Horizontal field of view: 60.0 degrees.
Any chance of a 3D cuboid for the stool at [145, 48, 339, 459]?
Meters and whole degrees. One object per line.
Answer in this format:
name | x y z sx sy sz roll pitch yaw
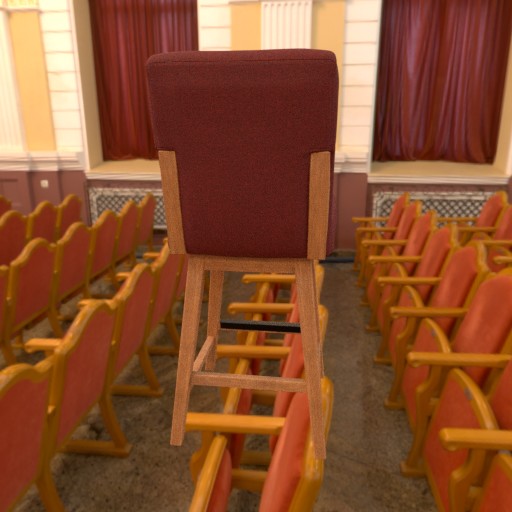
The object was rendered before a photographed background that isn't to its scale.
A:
stool | 0.000 0.000 1.307 0.468 1.038 0.562 2 16 7
